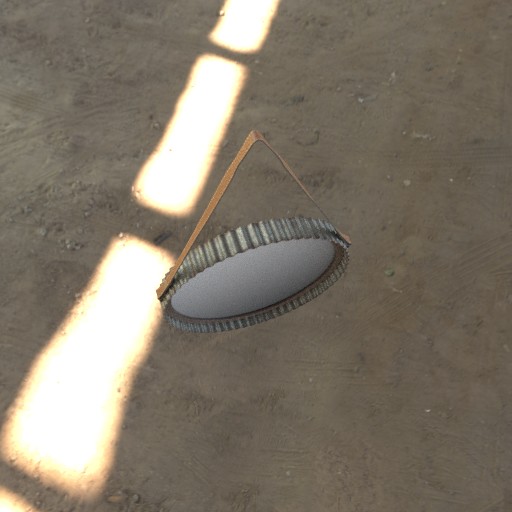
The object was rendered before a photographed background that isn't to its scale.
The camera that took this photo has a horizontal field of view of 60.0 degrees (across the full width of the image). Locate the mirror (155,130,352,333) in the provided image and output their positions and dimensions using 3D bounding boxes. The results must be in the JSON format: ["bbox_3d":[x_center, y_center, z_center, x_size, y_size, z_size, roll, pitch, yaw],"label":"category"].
[{"bbox_3d":[0.000,0.000,0.731,0.355,0.568,0.042,-16,64,-8],"label":"mirror"}]
